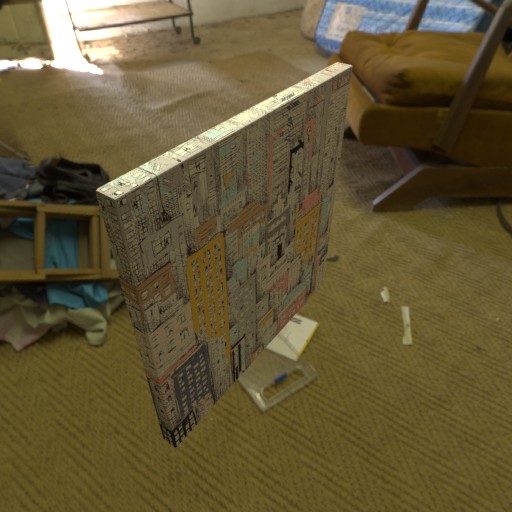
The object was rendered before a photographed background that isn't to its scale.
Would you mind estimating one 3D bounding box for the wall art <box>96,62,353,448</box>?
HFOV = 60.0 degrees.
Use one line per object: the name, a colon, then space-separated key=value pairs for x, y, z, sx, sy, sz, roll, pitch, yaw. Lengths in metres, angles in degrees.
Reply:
wall art: x=0.000 y=0.000 z=0.907 sx=0.038 sy=0.608 sz=0.607 roll=26 pitch=47 yaw=27
